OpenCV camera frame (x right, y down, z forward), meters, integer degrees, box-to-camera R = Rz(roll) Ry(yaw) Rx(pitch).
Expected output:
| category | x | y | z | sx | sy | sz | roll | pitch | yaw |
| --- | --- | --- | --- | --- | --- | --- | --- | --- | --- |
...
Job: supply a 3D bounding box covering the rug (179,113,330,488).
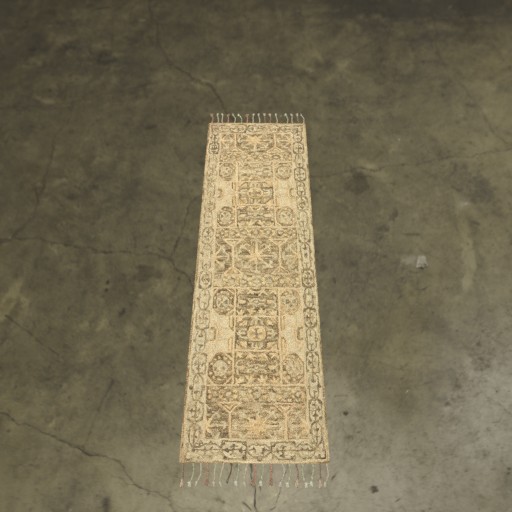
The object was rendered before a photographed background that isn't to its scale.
| category | x | y | z | sx | sy | sz | roll | pitch | yaw |
| --- | --- | --- | --- | --- | --- | --- | --- | --- | --- |
| rug | 0.000 | 0.000 | 2.869 | 0.762 | 0.011 | 2.664 | 0 | 59 | 0 |
